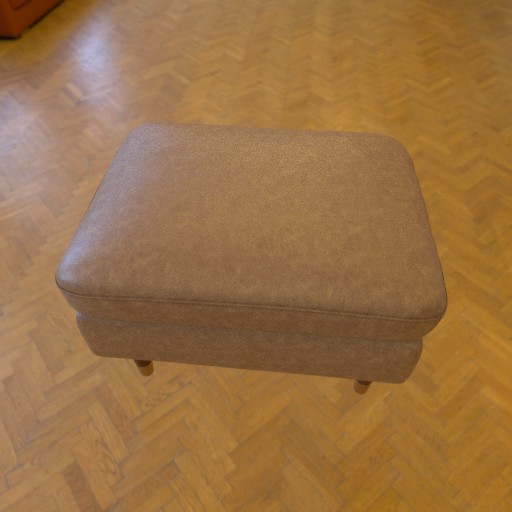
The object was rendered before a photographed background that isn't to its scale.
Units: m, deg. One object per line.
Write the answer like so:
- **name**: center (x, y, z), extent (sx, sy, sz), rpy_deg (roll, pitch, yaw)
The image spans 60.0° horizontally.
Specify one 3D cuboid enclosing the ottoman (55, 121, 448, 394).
- **ottoman**: center (0.000, 0.000, 1.107), extent (0.747, 0.478, 0.593), rpy_deg (4, 47, 3)
